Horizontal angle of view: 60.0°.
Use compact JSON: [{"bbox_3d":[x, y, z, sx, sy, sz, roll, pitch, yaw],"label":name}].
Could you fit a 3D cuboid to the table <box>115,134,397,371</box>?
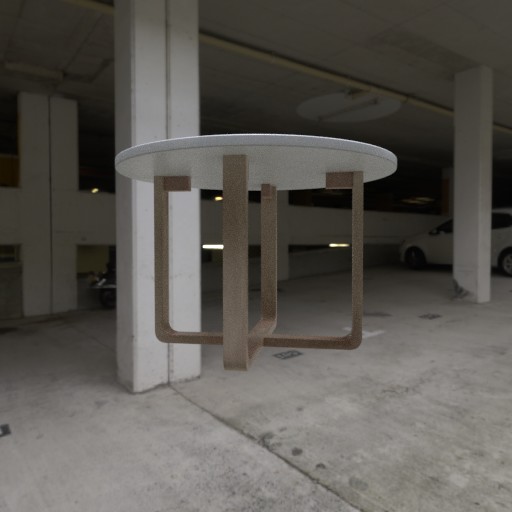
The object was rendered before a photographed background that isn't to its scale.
[{"bbox_3d":[0.000,0.000,0.996,0.600,0.400,0.600,0,2,0],"label":"table"}]
